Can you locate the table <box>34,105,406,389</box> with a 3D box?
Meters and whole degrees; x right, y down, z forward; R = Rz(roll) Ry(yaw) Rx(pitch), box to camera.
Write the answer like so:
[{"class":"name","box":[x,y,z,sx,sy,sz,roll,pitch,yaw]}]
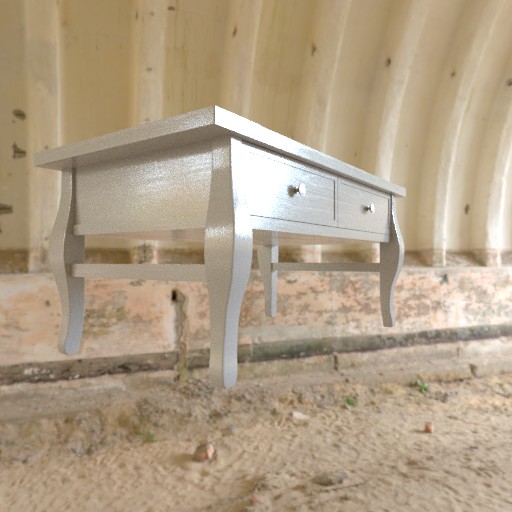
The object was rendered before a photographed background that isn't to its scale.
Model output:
[{"class":"table","box":[0.000,0.000,1.347,0.600,0.495,1.062,0,-1,35]}]
